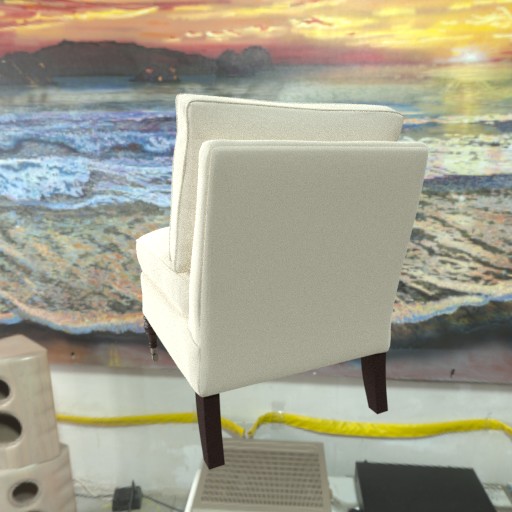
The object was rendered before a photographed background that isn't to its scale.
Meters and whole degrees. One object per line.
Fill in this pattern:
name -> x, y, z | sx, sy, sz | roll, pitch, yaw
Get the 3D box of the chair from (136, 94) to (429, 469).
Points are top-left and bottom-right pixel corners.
chair -> 0.000, 0.000, 1.384 | 0.630, 0.887, 0.781 | -7, 15, -25
